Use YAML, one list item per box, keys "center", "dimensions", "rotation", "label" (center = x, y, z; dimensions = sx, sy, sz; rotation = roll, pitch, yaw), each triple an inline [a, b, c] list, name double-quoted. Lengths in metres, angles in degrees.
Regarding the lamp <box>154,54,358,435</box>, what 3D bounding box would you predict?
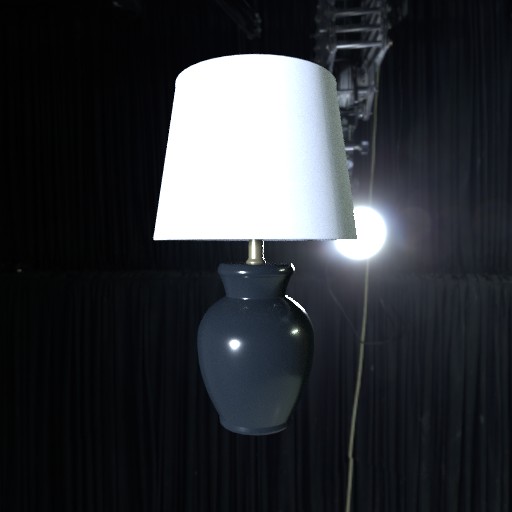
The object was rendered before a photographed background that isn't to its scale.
- center: [0.000, 0.000, 0.532]
  dimensions: [0.239, 0.399, 0.239]
  rotation: [0, 2, 0]
  label: "lamp"
